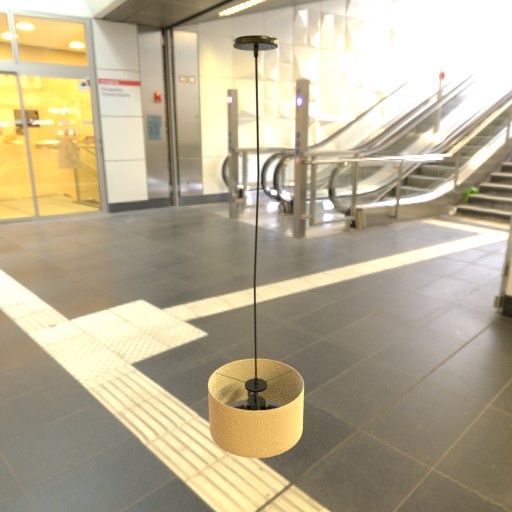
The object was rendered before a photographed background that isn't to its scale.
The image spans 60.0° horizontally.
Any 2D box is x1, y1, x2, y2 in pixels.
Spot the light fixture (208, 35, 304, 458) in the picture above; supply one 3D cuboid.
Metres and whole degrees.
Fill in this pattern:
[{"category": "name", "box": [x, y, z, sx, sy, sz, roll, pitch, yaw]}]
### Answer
[{"category": "light fixture", "box": [0.000, 0.000, 1.703, 0.399, 1.516, 0.399, 0, 16, 0]}]
